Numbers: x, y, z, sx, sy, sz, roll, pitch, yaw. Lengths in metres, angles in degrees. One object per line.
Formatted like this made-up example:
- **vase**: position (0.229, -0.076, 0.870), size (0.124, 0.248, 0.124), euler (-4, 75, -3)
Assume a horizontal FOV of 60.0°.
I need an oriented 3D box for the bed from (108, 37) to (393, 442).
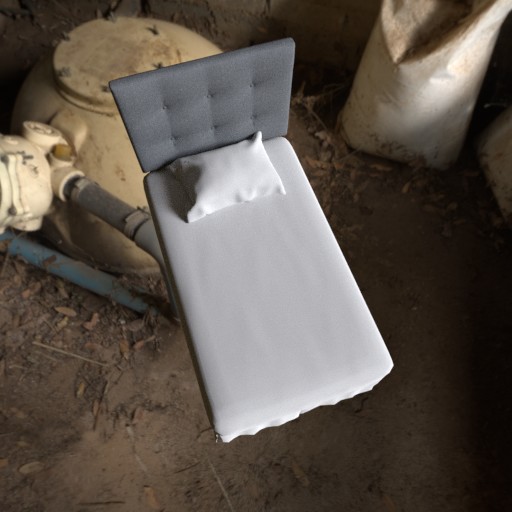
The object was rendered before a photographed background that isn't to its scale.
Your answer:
- **bed**: position (0.000, 0.000, 2.932), size (1.261, 1.571, 1.997), euler (-17, 66, -8)
